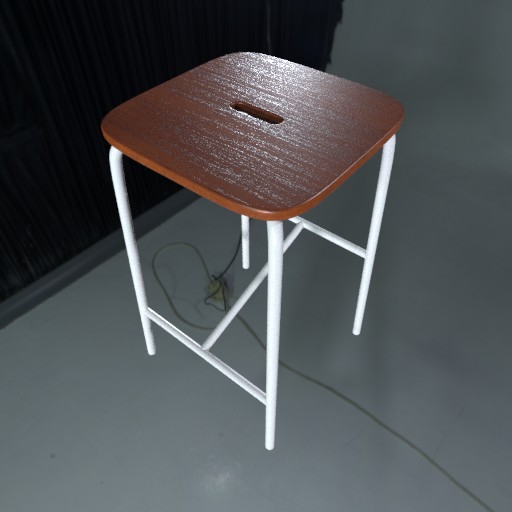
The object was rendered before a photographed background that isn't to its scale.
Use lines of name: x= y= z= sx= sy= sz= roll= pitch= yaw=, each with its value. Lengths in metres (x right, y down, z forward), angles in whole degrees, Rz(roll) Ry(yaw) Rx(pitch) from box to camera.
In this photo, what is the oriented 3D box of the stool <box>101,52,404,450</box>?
stool: x=0.000 y=0.000 z=0.872 sx=0.376 sy=0.610 sz=0.376 roll=30 pitch=53 yaw=26
